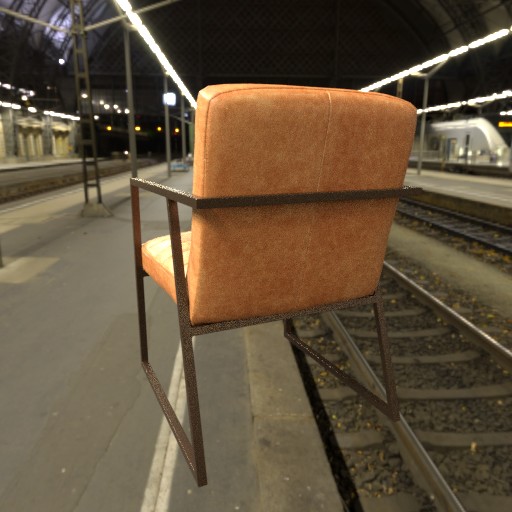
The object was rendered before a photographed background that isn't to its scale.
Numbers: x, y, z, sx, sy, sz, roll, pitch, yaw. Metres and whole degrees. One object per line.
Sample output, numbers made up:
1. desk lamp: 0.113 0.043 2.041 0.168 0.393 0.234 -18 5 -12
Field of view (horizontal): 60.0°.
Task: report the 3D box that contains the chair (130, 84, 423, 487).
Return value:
1. chair: 0.000 0.000 1.246 0.571 0.832 0.677 -6 15 -24
